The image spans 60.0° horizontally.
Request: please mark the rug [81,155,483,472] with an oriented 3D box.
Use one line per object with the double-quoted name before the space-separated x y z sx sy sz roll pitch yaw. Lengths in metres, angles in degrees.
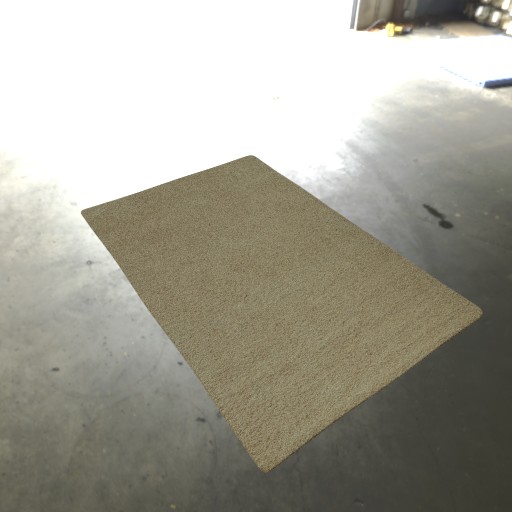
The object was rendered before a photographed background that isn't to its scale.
"rug" 0.000 0.000 3.355 1.801 0.024 2.700 -24 46 -26
